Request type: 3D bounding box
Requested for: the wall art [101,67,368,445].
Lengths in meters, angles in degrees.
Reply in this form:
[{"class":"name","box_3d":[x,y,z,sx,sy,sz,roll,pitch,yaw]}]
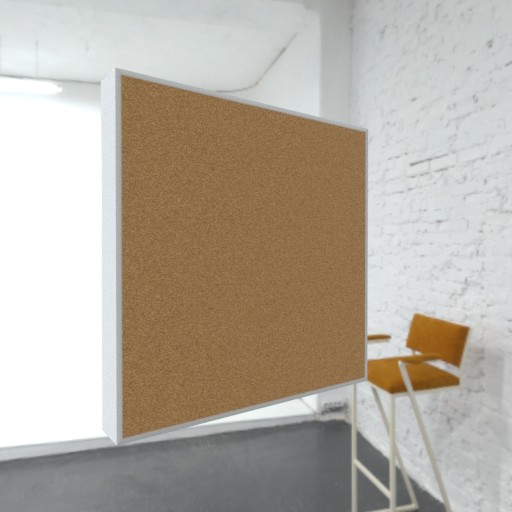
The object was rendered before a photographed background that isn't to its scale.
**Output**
[{"class":"wall art","box_3d":[0.000,0.000,0.461,0.305,0.304,0.038,-1,1,-36]}]
